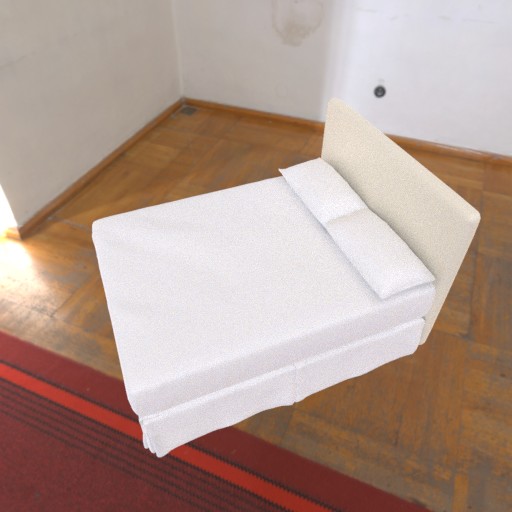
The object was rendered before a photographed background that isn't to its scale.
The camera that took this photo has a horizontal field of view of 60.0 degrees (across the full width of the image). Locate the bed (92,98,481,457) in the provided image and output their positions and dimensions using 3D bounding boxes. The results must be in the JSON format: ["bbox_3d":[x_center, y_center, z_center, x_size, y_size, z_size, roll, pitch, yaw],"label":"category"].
[{"bbox_3d":[0.000,0.000,3.180,2.147,1.330,1.714,-16,46,-16],"label":"bed"}]
